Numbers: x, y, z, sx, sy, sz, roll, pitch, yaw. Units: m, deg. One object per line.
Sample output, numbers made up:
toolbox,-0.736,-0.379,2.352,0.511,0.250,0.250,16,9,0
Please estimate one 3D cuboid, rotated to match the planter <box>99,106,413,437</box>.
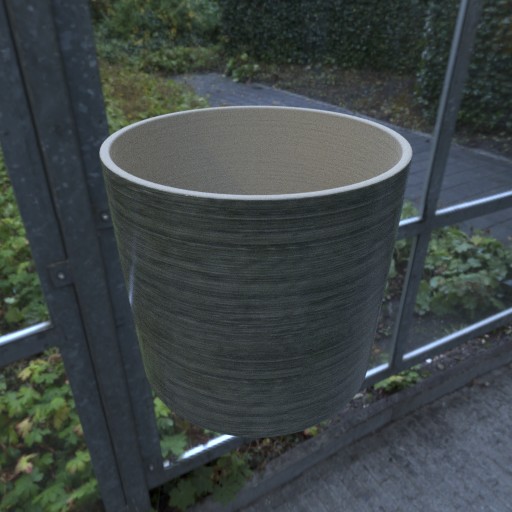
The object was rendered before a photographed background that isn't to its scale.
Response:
planter,0.000,0.000,0.378,0.221,0.201,0.221,0,31,0
